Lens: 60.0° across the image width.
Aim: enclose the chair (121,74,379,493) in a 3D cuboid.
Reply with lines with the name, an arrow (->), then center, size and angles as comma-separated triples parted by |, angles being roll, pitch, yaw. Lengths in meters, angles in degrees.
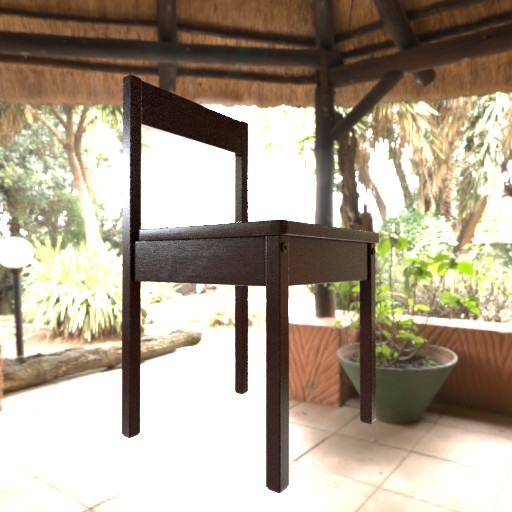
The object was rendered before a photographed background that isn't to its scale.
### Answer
chair -> 0.000, 0.000, 0.860 | 0.361, 0.668, 0.367 | -1, -1, 36
